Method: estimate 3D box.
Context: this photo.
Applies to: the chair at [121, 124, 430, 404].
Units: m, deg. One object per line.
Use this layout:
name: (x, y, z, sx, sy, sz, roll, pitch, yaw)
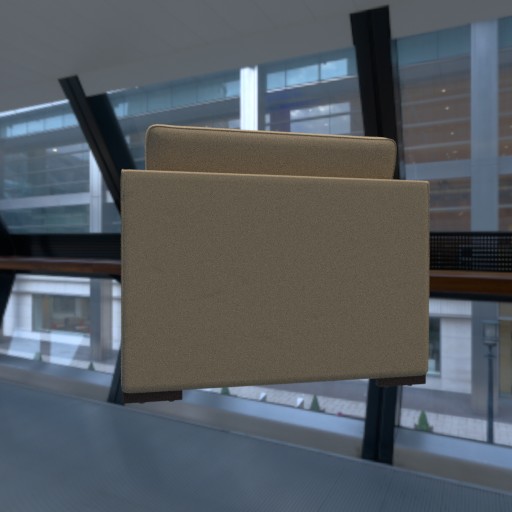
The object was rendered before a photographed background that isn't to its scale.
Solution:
chair: (0.000, 0.000, 2.150, 1.293, 1.005, 1.274, 0, 0, -19)
